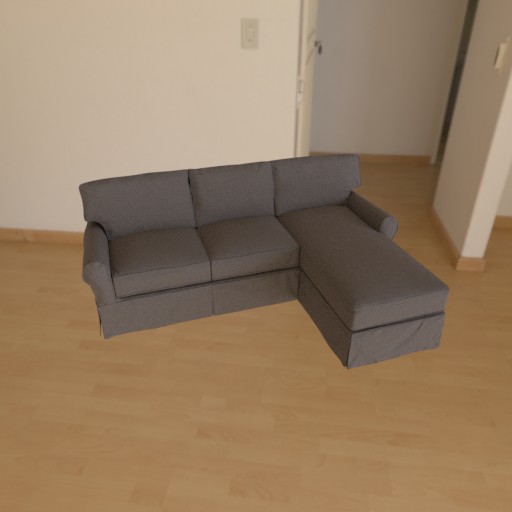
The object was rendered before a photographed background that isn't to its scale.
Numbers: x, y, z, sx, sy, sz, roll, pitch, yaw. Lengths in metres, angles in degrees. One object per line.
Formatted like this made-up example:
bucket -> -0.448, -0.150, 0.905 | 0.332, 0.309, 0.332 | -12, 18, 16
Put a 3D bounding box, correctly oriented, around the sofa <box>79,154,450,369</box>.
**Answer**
sofa -> 0.000, 0.000, 3.350 | 2.475, 0.978, 1.733 | -9, 32, -15
